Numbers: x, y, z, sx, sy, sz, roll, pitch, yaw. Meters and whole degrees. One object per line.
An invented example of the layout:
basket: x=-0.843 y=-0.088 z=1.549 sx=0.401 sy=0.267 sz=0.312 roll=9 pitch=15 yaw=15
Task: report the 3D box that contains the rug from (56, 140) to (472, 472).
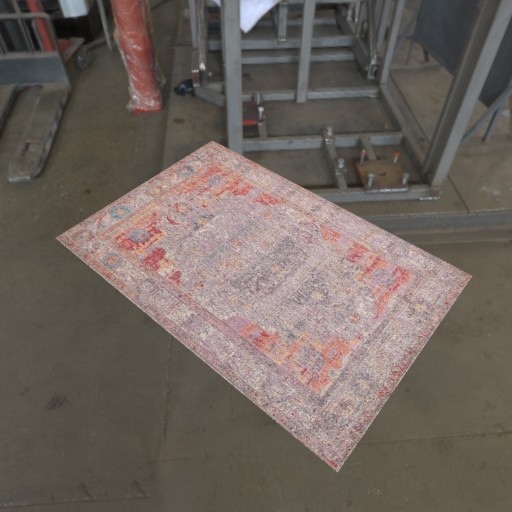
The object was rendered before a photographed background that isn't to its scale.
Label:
rug: x=0.000 y=0.000 z=2.324 sx=1.829 sy=0.005 sz=1.219 roll=33 pitch=56 yaw=26
